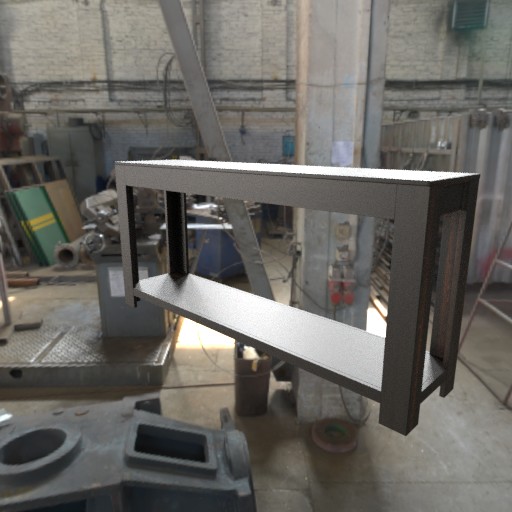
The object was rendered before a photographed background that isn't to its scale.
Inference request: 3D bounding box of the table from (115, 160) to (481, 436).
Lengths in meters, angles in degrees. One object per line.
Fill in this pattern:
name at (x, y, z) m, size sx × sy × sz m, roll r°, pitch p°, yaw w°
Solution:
table at (0.000, 0.000, 1.919) m, size 1.631 × 0.762 × 0.384 m, roll 14°, pitch 20°, yaw 42°
